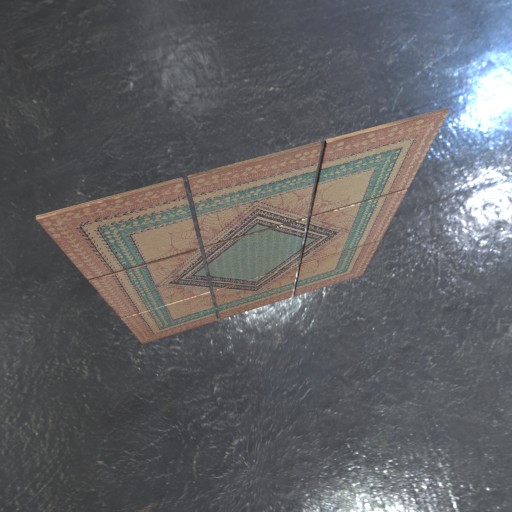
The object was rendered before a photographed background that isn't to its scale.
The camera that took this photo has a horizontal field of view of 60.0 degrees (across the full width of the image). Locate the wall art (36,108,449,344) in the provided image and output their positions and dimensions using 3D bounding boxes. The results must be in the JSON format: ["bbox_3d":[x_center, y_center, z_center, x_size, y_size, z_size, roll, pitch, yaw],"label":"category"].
[{"bbox_3d":[0.000,0.000,1.789,1.215,1.213,0.013,-16,65,-8],"label":"wall art"}]
